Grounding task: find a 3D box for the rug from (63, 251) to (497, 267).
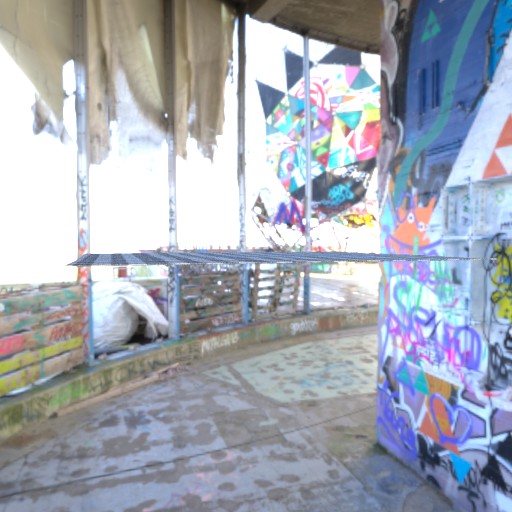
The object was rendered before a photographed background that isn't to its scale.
[{"bbox_3d":[0.000,0.000,4.023,3.021,0.013,2.432,-1,2,-18],"label":"rug"}]
